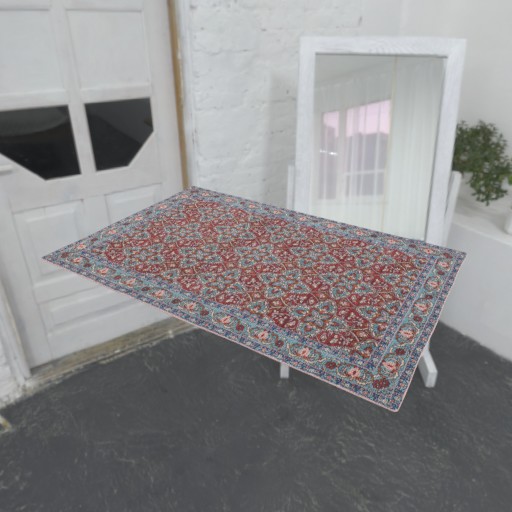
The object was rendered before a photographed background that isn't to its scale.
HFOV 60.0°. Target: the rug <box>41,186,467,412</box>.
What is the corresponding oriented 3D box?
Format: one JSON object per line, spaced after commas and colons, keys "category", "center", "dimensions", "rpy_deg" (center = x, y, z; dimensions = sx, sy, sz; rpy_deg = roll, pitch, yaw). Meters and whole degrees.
{"category": "rug", "center": [0.000, 0.000, 2.275], "dimensions": [1.829, 0.009, 1.219], "rpy_deg": [17, 34, 28]}
